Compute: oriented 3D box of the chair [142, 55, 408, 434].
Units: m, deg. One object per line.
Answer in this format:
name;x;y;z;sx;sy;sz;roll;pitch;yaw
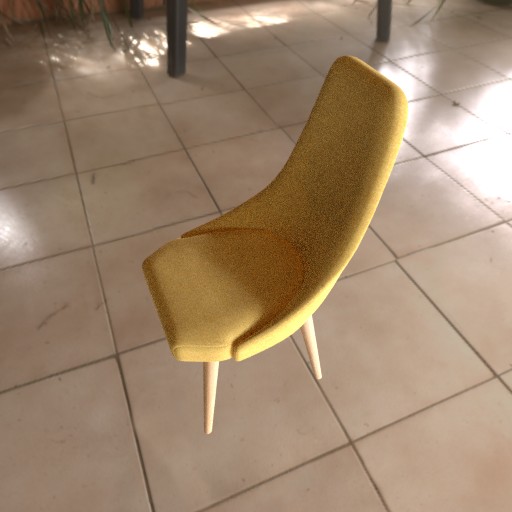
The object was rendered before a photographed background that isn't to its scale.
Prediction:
chair;0.000;0.000;1.364;0.660;1.040;0.510;-18;48;-16
